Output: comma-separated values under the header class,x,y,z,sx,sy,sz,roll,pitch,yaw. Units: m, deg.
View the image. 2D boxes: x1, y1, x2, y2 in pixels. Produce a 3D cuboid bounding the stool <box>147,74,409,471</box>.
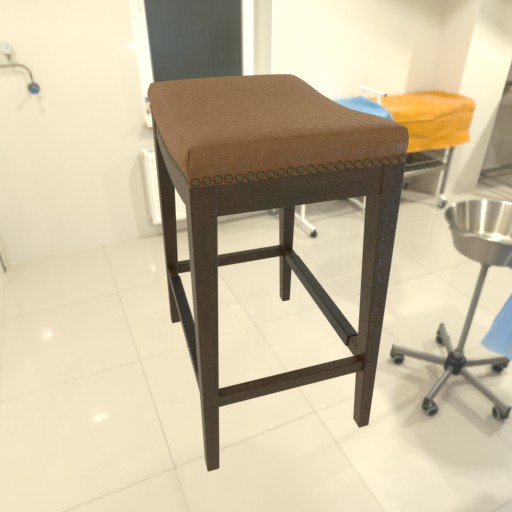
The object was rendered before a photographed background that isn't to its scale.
class,x,y,z,sx,sy,sz,roll,pitch,yaw
stool,0.000,0.000,0.960,0.361,0.660,0.500,-10,33,-15
